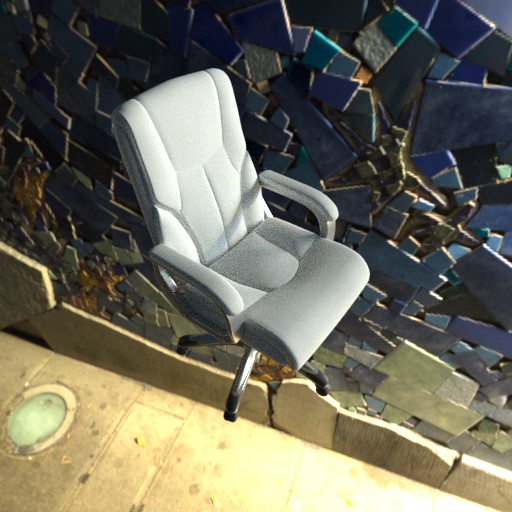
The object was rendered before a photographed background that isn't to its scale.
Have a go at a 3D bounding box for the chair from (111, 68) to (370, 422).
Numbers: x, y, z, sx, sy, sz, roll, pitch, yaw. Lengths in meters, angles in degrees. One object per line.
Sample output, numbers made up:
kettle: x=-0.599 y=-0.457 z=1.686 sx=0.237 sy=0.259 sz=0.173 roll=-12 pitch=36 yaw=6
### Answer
chair: x=0.000 y=0.000 z=1.615 sx=0.738 sy=1.120 sz=0.687 roll=25 pitch=46 yaw=27
